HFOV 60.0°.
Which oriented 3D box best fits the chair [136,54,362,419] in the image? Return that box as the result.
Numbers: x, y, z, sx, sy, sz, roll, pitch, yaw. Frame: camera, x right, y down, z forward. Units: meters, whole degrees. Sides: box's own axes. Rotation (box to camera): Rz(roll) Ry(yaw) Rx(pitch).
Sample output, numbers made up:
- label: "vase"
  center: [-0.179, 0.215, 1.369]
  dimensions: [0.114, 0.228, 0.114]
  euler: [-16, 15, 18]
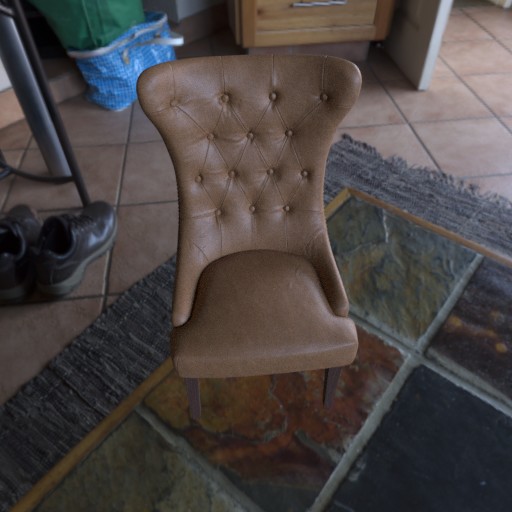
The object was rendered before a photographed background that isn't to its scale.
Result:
- label: "chair"
  center: [0.000, 0.000, 1.435]
  dimensions: [0.611, 1.065, 0.669]
  euler: [-4, 47, -3]
